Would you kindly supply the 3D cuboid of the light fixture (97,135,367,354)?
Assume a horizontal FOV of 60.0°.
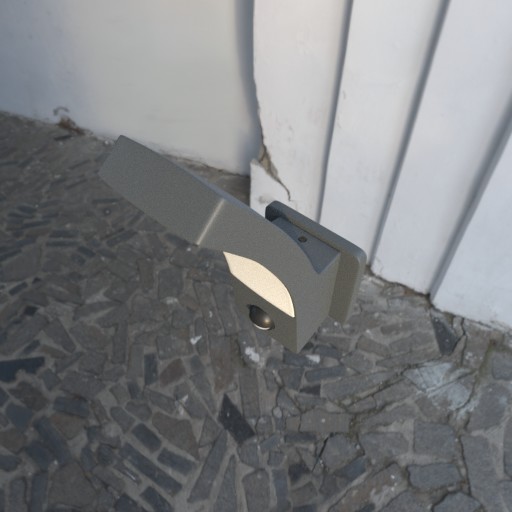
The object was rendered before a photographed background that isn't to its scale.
[{"bbox_3d":[0.000,0.000,0.342,0.108,0.243,0.174,34,56,27],"label":"light fixture"}]
